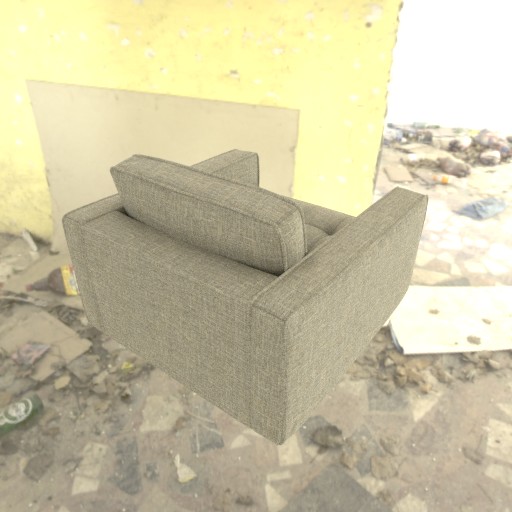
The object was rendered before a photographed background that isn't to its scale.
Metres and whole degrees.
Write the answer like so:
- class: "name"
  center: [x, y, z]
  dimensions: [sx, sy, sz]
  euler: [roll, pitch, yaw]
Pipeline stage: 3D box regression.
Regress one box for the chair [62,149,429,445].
- class: "chair"
  center: [0.000, 0.000, 1.577]
  dimensions: [0.889, 0.765, 0.914]
  euler: [21, 37, 31]
